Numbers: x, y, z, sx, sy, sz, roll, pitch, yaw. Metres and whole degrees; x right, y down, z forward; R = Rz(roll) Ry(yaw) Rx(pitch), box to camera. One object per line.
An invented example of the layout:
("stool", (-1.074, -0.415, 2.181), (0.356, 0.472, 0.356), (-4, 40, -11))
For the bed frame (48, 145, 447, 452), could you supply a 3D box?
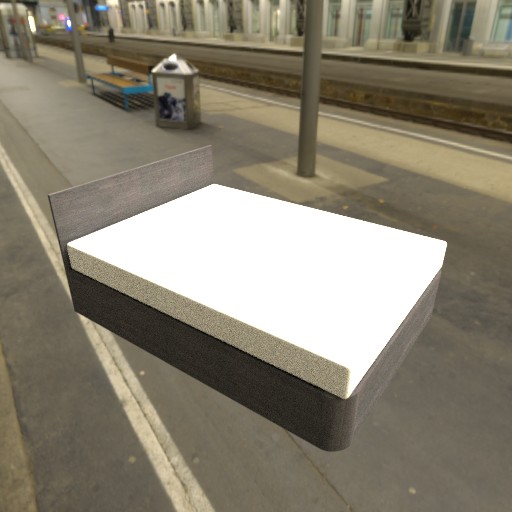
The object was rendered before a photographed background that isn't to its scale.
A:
("bed frame", (0.000, 0.000, 2.707), (1.900, 0.800, 1.400), (19, 33, 31))
